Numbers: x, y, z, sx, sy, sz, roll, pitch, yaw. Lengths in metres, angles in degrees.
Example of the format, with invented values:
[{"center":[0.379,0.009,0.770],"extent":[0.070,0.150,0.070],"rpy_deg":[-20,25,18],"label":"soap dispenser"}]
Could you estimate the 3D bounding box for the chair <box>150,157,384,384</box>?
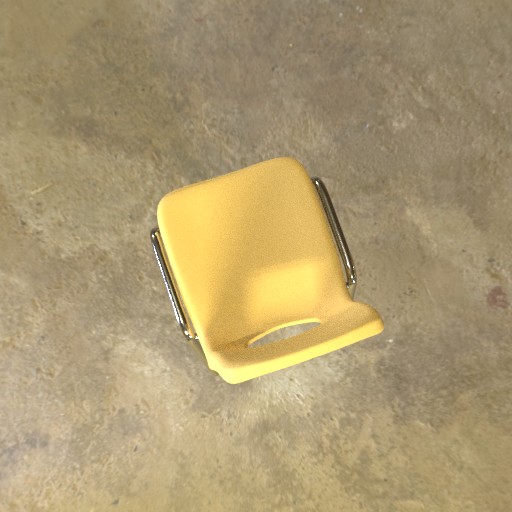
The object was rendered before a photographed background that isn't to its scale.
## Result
[{"center":[0.000,0.000,0.798],"extent":[0.354,0.536,0.385],"rpy_deg":[-18,77,-4],"label":"chair"}]
